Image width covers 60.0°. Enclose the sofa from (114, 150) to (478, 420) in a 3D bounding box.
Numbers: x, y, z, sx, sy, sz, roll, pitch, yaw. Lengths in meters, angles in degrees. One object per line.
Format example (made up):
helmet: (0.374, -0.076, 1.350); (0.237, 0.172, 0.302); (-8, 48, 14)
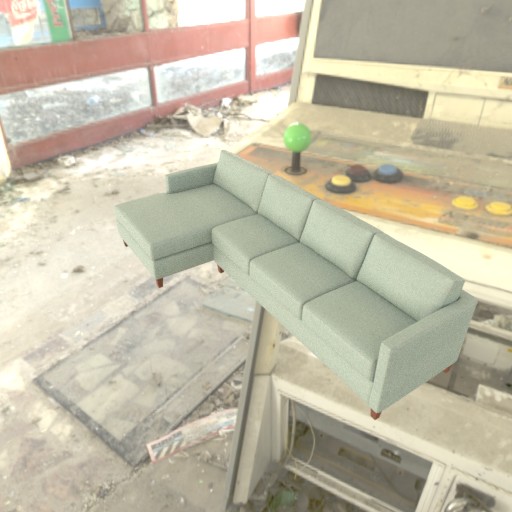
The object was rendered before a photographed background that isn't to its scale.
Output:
sofa: (0.000, 0.000, 4.164); (1.600, 0.953, 3.470); (-20, 37, -28)
